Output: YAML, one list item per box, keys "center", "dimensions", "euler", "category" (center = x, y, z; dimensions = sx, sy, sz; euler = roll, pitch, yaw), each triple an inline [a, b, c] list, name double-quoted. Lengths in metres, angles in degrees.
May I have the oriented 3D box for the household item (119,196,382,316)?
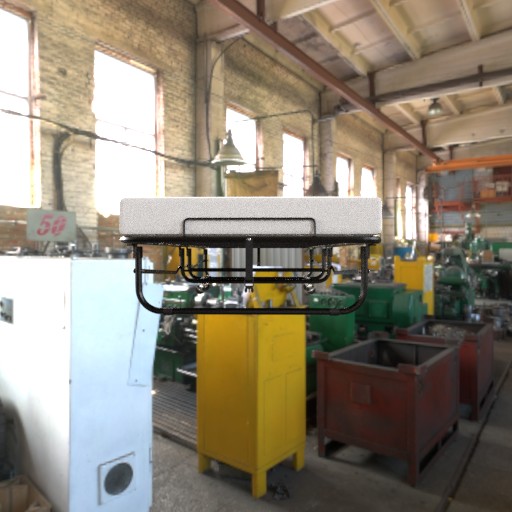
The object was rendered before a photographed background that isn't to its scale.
- center: [0.000, 0.000, 2.176]
  dimensions: [0.787, 0.356, 1.905]
  euler: [0, 1, 1]
  category: "household item"
